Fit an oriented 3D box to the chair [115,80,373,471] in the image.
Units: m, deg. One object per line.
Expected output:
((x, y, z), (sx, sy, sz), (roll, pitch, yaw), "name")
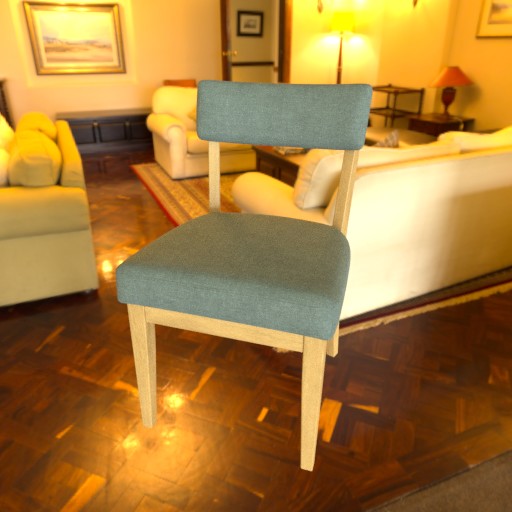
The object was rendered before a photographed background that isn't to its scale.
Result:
((0.000, 0.000, 1.175), (0.508, 0.832, 0.572), (8, 27, 16), "chair")
